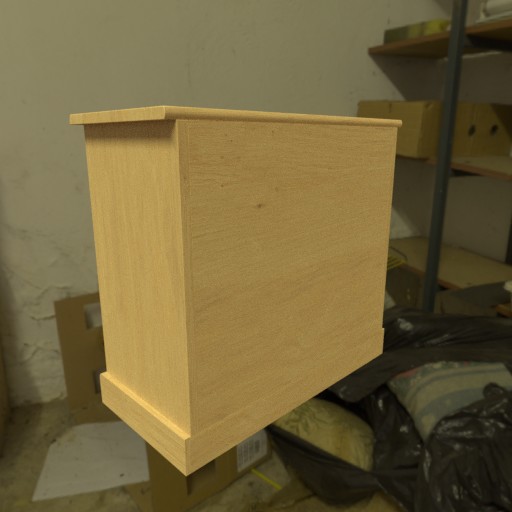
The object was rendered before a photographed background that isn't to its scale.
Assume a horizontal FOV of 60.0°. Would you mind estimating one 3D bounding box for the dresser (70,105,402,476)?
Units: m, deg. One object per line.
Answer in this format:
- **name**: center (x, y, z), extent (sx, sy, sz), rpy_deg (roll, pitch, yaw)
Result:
- **dresser**: center (0.000, 0.000, 1.401), extent (0.915, 0.835, 0.440), rpy_deg (-14, 20, -43)
